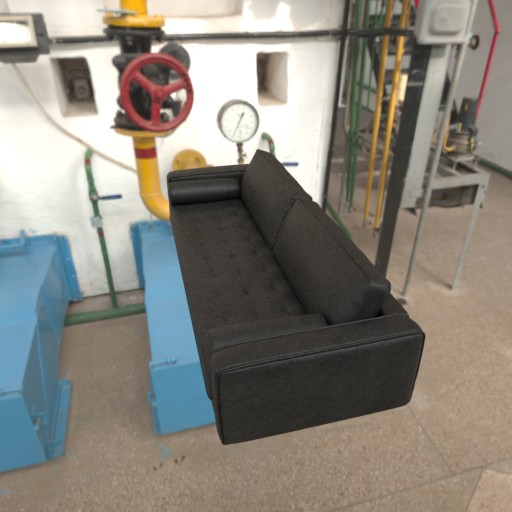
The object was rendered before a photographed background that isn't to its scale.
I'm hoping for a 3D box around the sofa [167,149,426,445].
[{"bbox_3d":[0.000,0.000,2.714,0.914,0.762,2.210,-8,32,-12],"label":"sofa"}]
